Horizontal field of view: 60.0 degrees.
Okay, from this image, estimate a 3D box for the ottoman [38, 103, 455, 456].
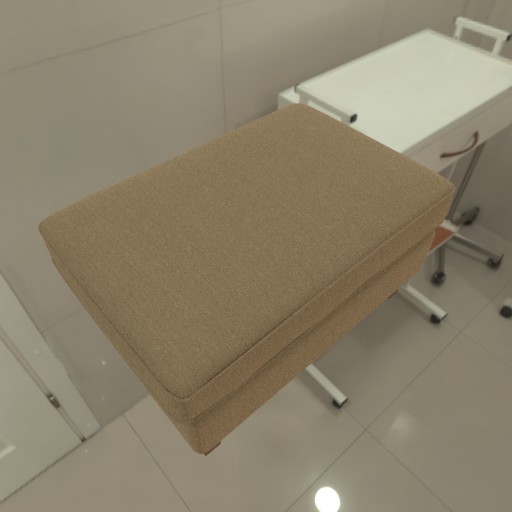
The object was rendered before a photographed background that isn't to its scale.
[{"bbox_3d":[0.000,0.000,1.281,0.945,0.521,0.636,-33,55,-27],"label":"ottoman"}]
